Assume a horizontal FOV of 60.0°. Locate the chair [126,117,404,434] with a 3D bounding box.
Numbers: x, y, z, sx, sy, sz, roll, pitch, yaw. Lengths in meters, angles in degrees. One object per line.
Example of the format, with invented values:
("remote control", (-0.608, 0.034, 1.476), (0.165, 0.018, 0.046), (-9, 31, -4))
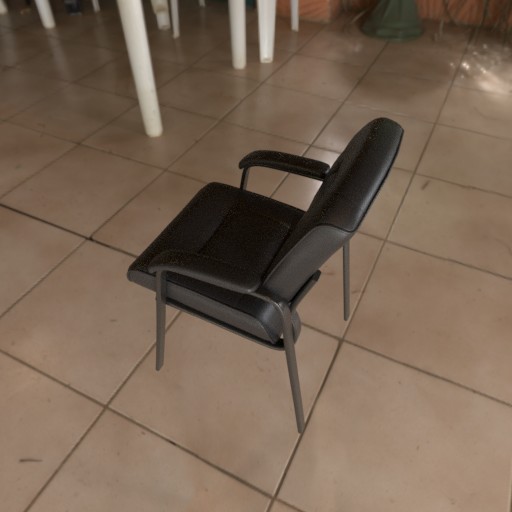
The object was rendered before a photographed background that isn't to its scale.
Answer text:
("chair", (0.000, 0.000, 1.381), (0.668, 0.910, 0.591), (19, 48, 17))
